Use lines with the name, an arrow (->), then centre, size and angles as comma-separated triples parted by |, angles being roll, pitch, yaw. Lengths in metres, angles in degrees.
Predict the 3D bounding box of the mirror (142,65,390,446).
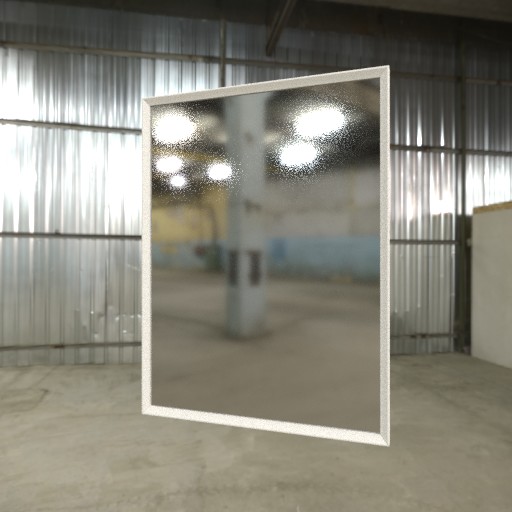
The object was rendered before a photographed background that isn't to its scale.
mirror -> 0.000, 0.000, 1.321 | 0.762, 1.016, 0.041 | 0, 0, 19
